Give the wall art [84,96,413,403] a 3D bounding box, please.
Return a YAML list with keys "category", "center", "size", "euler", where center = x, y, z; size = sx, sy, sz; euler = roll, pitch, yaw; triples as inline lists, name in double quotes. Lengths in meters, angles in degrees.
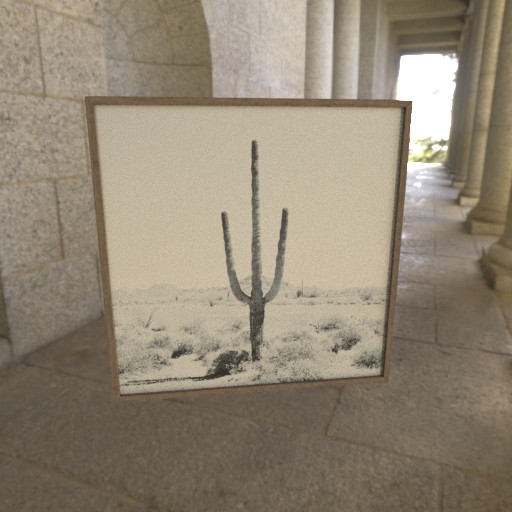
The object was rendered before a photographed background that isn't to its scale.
- category: "wall art"
  center: [0.000, 0.000, 1.136]
  size: [0.762, 0.762, 0.038]
  euler: [-2, 15, -8]
